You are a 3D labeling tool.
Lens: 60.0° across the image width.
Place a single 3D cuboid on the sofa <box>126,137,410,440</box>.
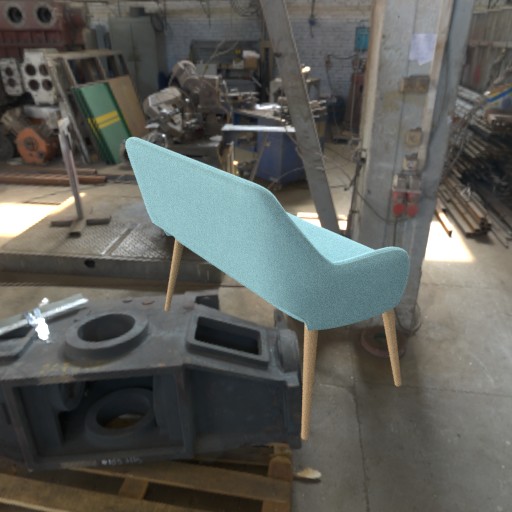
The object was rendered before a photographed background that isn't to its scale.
[{"bbox_3d":[0.000,0.000,1.669,0.610,0.840,1.150,-19,32,-33],"label":"sofa"}]
